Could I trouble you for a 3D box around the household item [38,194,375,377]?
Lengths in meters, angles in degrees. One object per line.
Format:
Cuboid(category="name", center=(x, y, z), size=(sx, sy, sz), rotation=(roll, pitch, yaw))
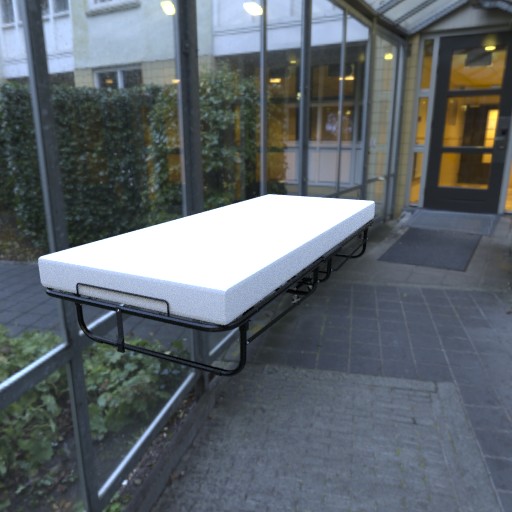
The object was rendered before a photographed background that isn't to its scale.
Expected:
Cuboid(category="household item", center=(0.000, 0.000, 2.190), size=(0.787, 0.356, 1.905), rotation=(8, 17, 26))
